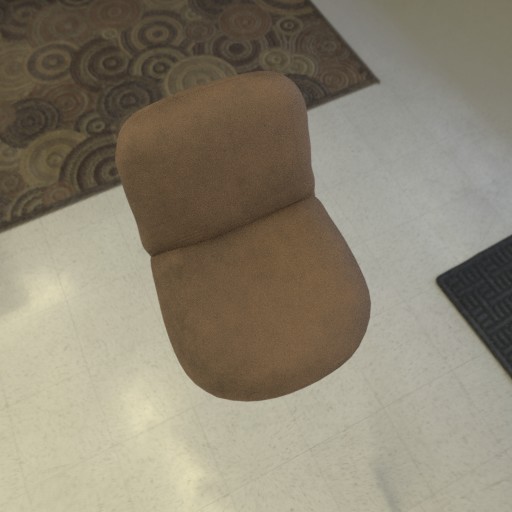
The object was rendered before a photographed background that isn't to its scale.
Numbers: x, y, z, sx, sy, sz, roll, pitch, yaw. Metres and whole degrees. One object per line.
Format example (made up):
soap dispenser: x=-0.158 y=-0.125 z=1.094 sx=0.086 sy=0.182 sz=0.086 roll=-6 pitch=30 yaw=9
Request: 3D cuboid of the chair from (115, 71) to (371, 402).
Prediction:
chair: x=0.000 y=0.000 z=1.038 sx=0.521 sy=0.594 sz=0.597 roll=-22 pitch=66 yaw=-10
